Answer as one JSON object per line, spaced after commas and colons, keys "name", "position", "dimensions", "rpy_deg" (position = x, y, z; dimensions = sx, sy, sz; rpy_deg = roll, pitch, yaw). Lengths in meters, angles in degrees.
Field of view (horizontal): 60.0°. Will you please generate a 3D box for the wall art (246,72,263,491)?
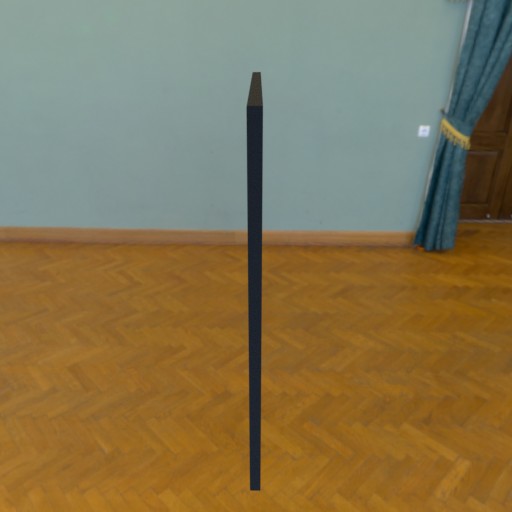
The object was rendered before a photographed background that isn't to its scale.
{"name": "wall art", "position": [0.000, 0.000, 0.496], "dimensions": [0.010, 0.361, 0.311], "rpy_deg": [0, 26, 0]}
